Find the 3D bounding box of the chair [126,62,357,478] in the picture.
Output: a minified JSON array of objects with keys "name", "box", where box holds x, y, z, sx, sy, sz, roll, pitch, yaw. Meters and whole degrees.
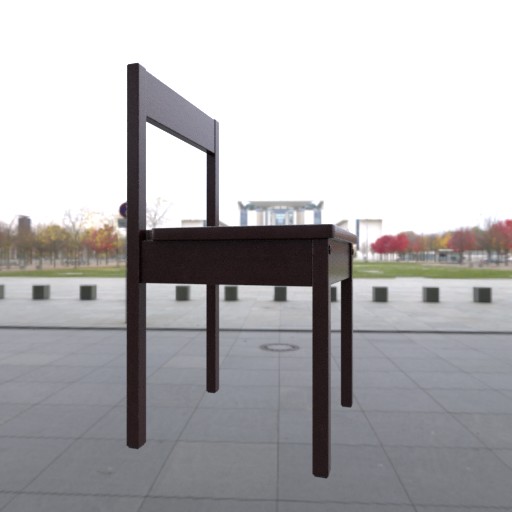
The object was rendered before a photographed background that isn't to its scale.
[{"name":"chair","box":[0.000,0.000,0.882,0.361,0.668,0.367,0,0,18]}]
